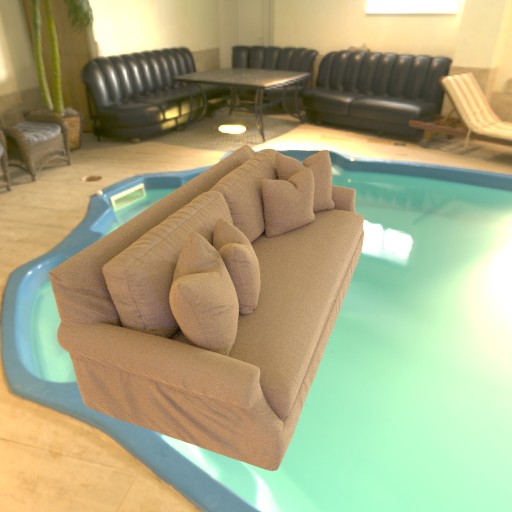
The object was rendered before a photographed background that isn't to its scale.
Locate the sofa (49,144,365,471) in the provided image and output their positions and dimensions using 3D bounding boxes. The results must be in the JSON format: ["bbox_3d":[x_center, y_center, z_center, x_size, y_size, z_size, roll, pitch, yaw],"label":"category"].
[{"bbox_3d":[0.000,0.000,2.733,1.067,0.904,2.285,11,31,18],"label":"sofa"}]
